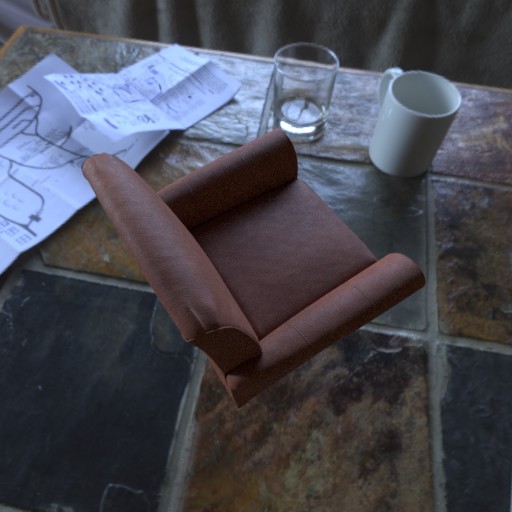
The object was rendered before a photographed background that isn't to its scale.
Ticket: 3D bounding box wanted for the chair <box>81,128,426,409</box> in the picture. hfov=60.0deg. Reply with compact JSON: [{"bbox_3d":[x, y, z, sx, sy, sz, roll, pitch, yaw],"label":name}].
[{"bbox_3d":[0.000,0.000,1.796,0.902,1.061,0.978,-29,63,-17],"label":"chair"}]
